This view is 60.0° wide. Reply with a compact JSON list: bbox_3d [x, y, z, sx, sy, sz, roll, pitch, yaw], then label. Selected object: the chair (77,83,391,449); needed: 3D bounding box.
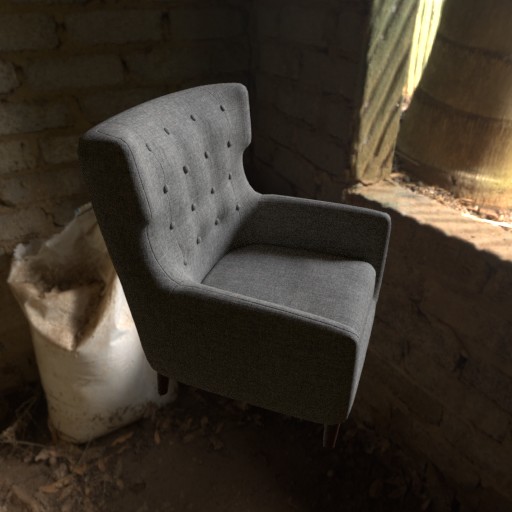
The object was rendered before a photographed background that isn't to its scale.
[{"bbox_3d":[0.000,0.000,1.659,0.904,1.063,0.878,11,33,18],"label":"chair"}]
